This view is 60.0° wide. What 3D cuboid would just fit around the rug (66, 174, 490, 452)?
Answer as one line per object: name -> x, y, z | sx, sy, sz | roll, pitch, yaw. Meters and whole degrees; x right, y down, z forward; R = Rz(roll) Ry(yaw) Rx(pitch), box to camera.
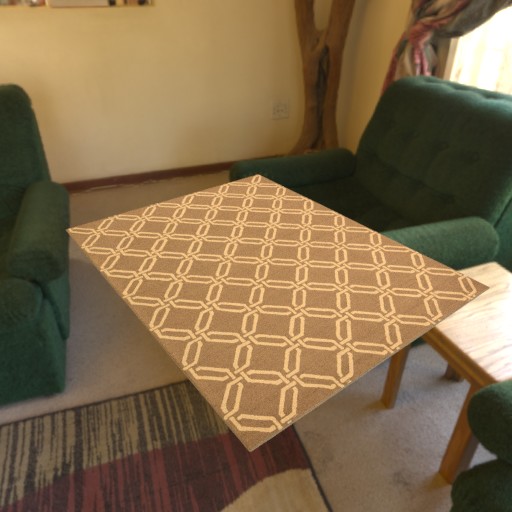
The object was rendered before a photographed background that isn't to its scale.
rug -> 0.000, 0.000, 3.770 | 2.288, 0.018, 2.895 | -22, 38, -31
